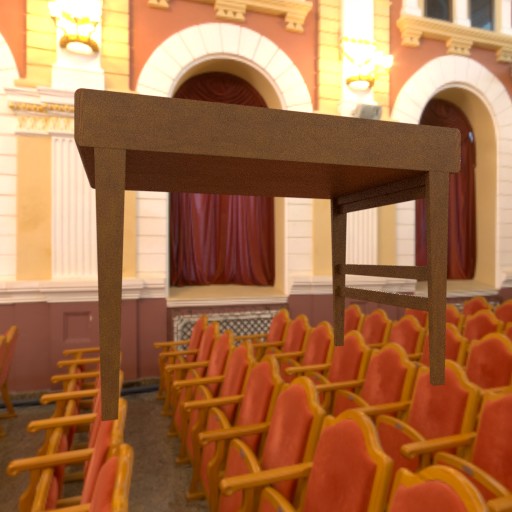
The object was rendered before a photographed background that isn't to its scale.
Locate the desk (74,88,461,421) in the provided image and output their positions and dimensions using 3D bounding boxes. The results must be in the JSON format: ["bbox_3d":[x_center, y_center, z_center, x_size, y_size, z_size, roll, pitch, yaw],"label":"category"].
[{"bbox_3d":[0.000,0.000,1.469,1.066,0.754,0.660,0,0,-18],"label":"desk"}]
